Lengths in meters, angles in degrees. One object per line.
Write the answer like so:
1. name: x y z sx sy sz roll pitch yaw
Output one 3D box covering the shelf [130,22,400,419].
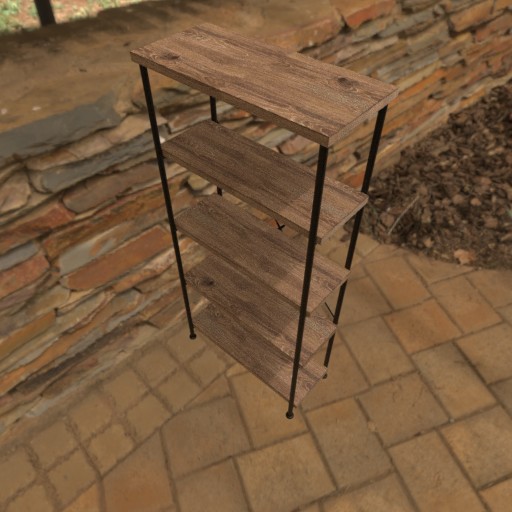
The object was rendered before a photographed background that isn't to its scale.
1. shelf: 0.000 0.000 1.997 0.800 1.700 0.360 32 54 27
